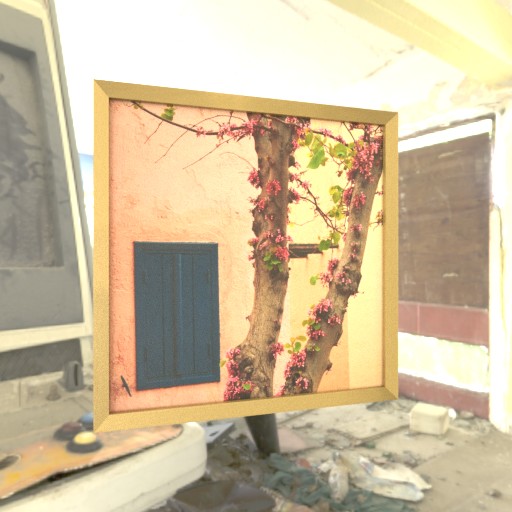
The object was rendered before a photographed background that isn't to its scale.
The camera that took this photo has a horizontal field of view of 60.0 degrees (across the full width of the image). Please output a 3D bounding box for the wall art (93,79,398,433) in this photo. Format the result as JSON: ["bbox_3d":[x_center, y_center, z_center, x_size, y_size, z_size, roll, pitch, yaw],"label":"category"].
[{"bbox_3d":[0.000,0.000,0.444,0.304,0.305,0.038,0,0,-17],"label":"wall art"}]
